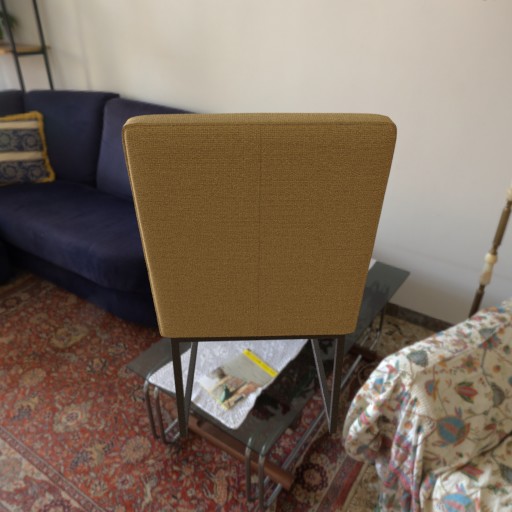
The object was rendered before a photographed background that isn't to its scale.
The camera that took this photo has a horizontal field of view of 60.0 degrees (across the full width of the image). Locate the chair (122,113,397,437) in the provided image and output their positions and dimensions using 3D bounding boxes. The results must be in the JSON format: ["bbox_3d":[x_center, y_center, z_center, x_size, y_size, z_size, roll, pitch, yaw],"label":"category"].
[{"bbox_3d":[0.000,0.000,1.291,0.520,0.930,0.634,-1,31,-1],"label":"chair"}]
